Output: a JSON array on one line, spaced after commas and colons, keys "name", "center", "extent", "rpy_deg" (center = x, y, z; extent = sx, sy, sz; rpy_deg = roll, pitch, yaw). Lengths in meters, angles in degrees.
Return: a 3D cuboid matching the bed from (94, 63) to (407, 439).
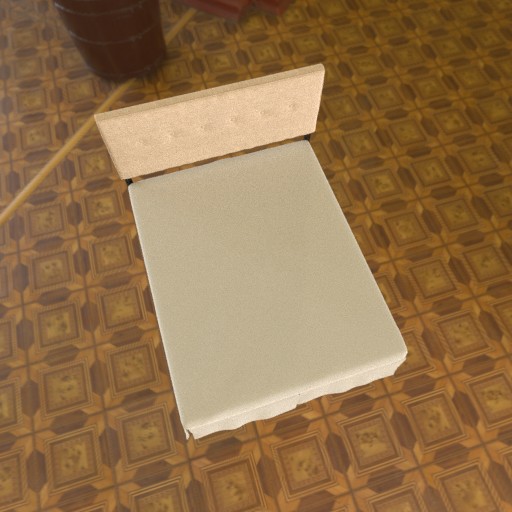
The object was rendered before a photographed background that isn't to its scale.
[{"name": "bed", "center": [0.000, 0.000, 3.103], "extent": [1.643, 1.270, 1.978], "rpy_deg": [-16, 64, -8]}]
